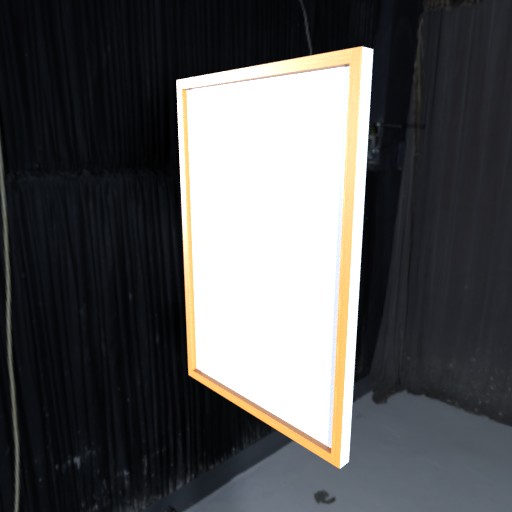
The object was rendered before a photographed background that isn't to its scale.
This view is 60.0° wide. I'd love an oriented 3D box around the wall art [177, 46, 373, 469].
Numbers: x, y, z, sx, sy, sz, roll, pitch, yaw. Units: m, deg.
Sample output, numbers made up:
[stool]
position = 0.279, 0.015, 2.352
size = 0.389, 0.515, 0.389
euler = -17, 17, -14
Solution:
[wall art]
position = 0.000, 0.000, 0.767
size = 0.025, 0.608, 0.405
euler = -13, 19, -42
